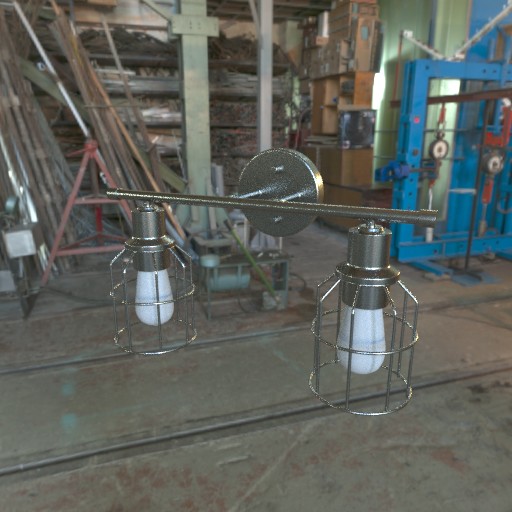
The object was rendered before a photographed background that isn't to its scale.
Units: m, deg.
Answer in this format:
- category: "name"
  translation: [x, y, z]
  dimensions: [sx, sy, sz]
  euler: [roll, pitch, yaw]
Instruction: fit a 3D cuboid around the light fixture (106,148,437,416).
- category: "light fixture"
  translation: [0.000, 0.000, 0.548]
  dimensions: [0.406, 0.254, 0.165]
  euler: [8, 18, 25]
